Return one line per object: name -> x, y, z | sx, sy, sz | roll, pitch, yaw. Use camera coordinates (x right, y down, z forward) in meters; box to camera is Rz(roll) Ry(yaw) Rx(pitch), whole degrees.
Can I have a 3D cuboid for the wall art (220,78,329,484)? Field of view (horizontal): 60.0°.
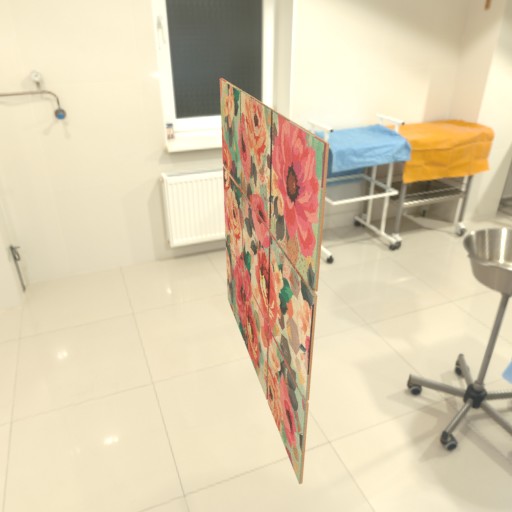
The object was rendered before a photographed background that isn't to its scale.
wall art -> 0.000, 0.000, 1.810 | 0.013, 1.220, 1.216 | -7, 29, -13
